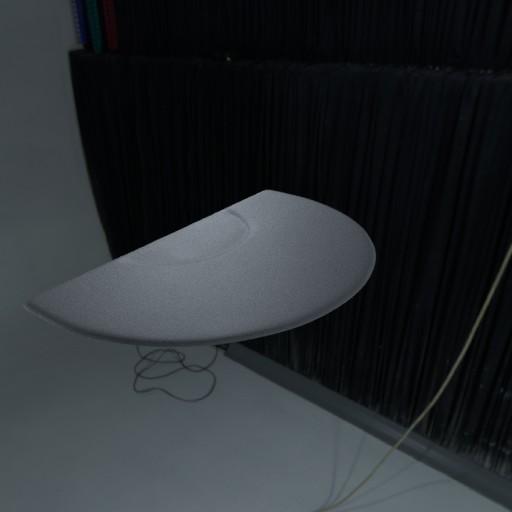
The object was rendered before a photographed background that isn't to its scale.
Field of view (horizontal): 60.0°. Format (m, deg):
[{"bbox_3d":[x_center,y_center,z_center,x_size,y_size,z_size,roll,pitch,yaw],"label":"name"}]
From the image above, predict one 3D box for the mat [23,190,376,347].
[{"bbox_3d":[0.000,0.000,1.832,0.917,0.016,1.525,17,31,31],"label":"mat"}]
